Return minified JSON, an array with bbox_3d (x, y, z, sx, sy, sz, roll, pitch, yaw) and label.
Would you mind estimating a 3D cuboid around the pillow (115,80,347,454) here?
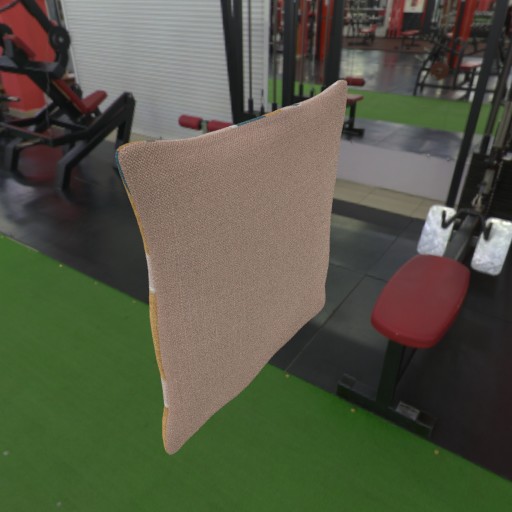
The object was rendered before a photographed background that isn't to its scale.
[{"bbox_3d":[0.000,0.000,0.716,0.158,0.479,0.478,21,37,31],"label":"pillow"}]
